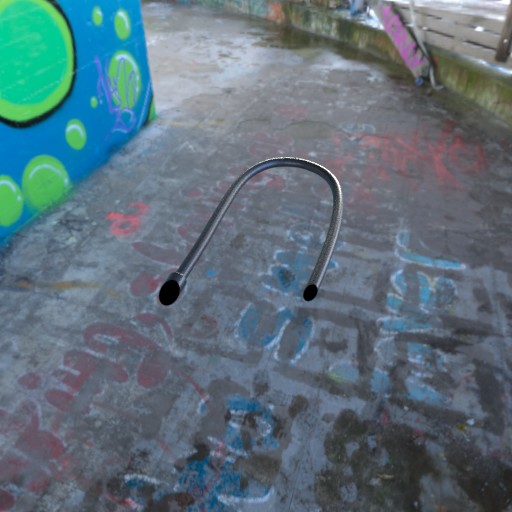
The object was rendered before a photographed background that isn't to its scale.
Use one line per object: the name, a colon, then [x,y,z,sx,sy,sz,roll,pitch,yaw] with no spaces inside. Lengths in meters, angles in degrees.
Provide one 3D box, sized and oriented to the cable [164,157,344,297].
cable: [0.000,0.000,0.109,0.040,0.006,0.098,12,43,13]
